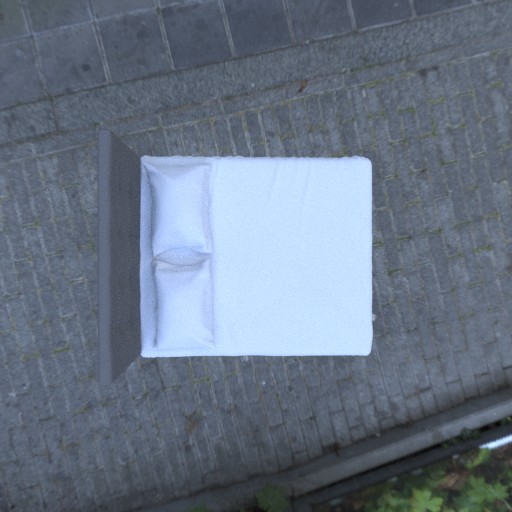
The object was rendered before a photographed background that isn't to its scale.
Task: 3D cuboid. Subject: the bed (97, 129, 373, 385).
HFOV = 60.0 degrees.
[{"bbox_3d":[0.000,0.000,3.603,2.222,1.577,1.936,0,91,-2],"label":"bed"}]
